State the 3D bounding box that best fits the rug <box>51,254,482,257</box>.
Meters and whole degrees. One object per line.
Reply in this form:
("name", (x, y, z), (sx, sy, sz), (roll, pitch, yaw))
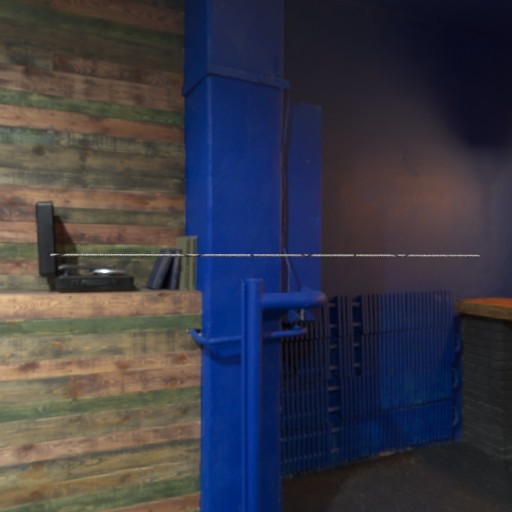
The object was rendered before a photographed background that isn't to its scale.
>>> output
("rug", (0.000, 0.000, 3.062), (2.465, 0.008, 1.526), (0, 0, -20))
